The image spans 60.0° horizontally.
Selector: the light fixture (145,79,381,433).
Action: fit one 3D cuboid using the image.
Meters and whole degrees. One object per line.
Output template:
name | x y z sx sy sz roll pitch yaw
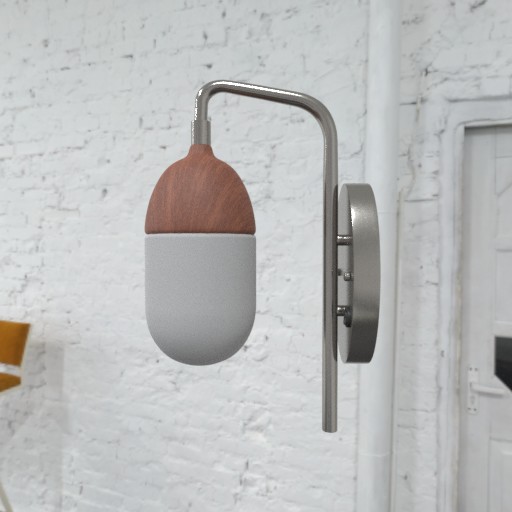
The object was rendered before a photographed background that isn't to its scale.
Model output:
light fixture | 0.000 0.000 0.435 0.216 0.343 0.108 0 1 1
